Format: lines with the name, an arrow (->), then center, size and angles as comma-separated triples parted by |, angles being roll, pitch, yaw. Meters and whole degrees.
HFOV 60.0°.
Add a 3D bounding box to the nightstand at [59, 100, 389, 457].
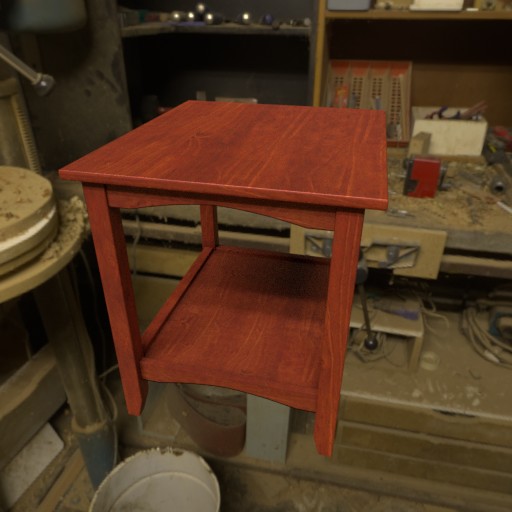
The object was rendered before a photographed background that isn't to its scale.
nightstand -> 0.000, 0.000, 1.014 | 0.501, 0.558, 0.558 | 7, 31, 12
